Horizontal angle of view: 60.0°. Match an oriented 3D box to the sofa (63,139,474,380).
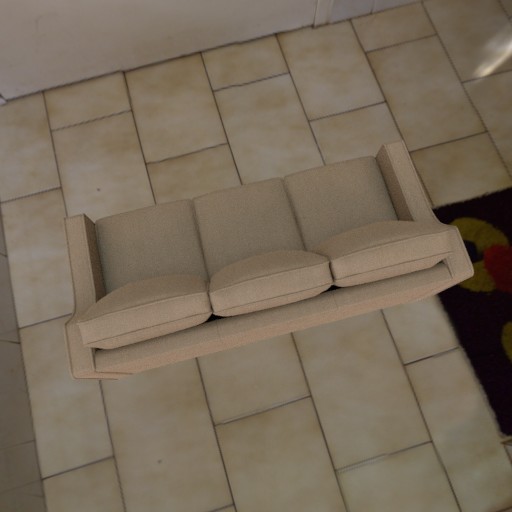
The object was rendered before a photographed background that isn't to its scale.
[{"bbox_3d":[0.000,0.000,2.544,1.986,0.974,0.911,-14,74,-4],"label":"sofa"}]
